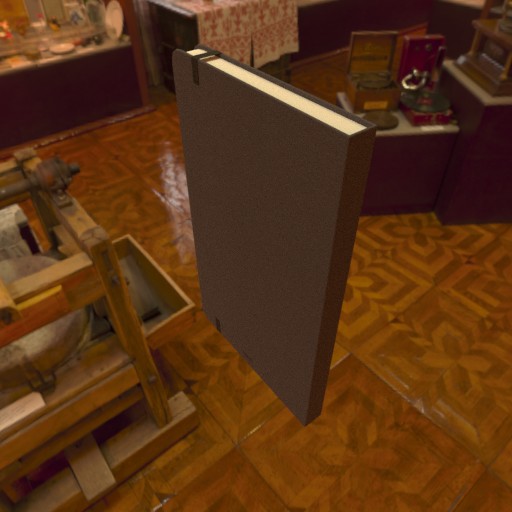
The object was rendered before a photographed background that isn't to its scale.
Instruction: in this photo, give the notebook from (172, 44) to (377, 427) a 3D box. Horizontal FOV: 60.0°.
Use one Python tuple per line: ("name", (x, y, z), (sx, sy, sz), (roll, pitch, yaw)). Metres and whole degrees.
("notebook", (0.000, 0.000, 0.268), (0.016, 0.213, 0.127), (-27, 49, -27))
